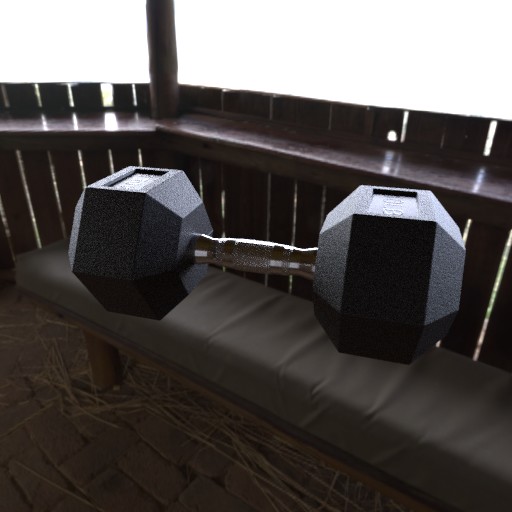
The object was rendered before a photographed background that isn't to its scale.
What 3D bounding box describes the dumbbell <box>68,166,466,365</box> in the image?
[{"bbox_3d":[0.000,0.000,0.436,0.361,0.137,0.157,7,27,15],"label":"dumbbell"}]
